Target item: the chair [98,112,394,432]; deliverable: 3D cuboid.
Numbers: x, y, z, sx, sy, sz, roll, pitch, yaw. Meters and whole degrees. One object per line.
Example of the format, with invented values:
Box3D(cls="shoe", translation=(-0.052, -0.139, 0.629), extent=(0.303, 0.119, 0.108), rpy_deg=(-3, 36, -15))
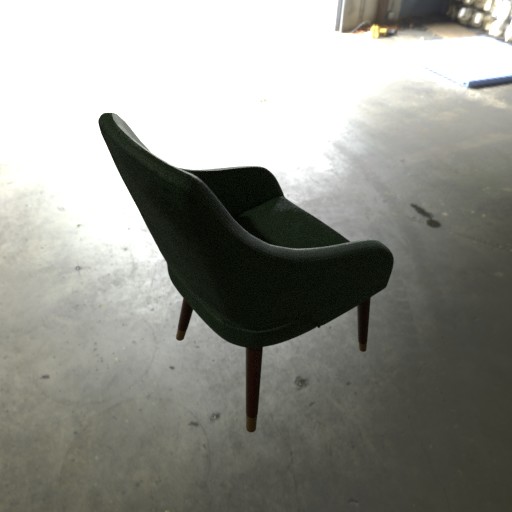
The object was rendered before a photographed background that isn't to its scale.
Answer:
Box3D(cls="chair", translation=(0.000, 0.000, 1.558), extent=(0.794, 1.081, 0.683), rpy_deg=(-26, 46, -27))
